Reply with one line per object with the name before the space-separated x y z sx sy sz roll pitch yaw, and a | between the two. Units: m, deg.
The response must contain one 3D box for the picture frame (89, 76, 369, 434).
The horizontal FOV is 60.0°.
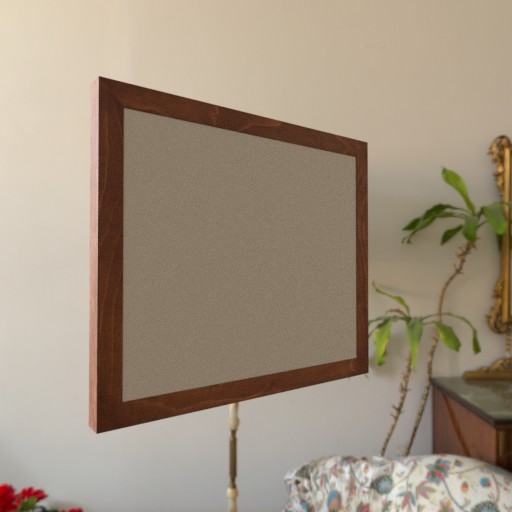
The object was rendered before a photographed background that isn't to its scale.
picture frame | 0.000 0.000 0.531 0.381 0.330 0.025 1 -1 -36
